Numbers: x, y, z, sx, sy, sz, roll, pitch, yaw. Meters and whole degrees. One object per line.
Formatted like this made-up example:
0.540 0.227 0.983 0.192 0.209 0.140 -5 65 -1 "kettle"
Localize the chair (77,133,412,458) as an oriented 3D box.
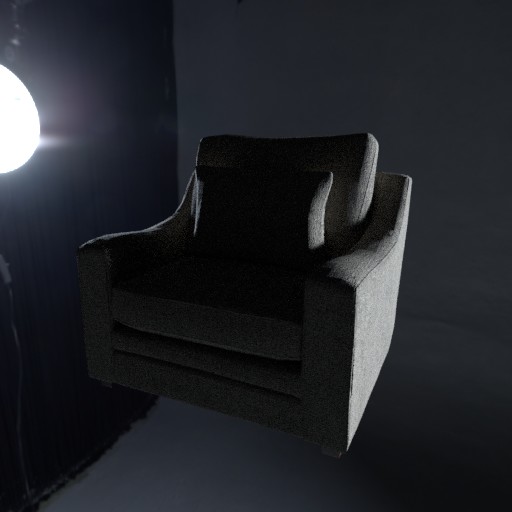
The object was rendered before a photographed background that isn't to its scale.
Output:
0.000 0.000 1.941 1.138 1.037 1.009 7 17 24 "chair"
